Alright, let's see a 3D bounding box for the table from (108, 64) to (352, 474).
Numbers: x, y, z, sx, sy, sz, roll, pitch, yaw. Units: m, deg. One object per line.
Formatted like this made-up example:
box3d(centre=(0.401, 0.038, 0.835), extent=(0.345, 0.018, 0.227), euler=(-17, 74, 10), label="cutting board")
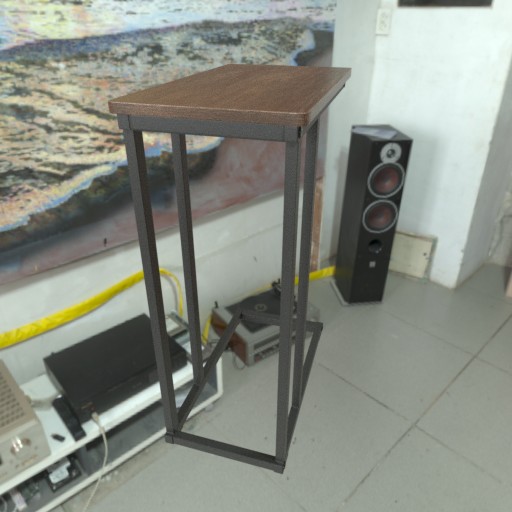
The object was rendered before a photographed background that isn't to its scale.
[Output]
box3d(centre=(0.000, 0.000, 0.859), extent=(0.254, 0.637, 0.450), euler=(8, 30, 15), label="table")
